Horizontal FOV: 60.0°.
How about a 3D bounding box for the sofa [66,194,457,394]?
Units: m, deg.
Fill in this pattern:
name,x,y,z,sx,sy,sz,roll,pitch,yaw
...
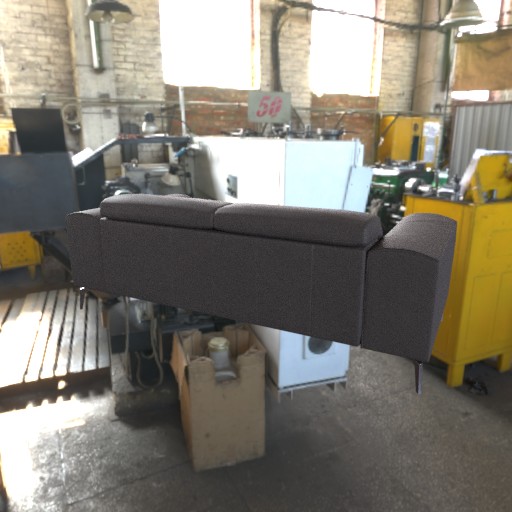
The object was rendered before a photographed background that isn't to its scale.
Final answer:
name,x,y,z,sx,sy,sz,roll,pitch,yaw
sofa,0.000,0.000,2.895,2.330,0.814,1.048,8,17,26
